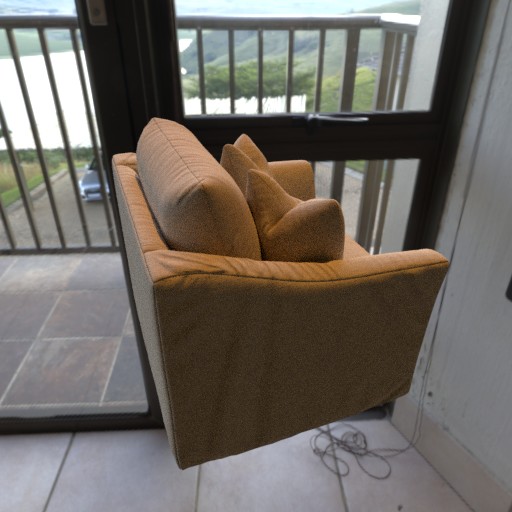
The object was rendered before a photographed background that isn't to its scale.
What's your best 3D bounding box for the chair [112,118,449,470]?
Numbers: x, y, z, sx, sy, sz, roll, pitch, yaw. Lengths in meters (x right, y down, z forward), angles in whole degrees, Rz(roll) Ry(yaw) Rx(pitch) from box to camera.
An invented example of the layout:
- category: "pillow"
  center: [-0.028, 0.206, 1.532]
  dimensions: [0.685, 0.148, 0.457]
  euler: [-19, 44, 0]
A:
- category: "chair"
  center: [0.000, 0.000, 1.994]
  dimensions: [1.071, 1.093, 1.194]
  euler: [-11, 33, -18]
